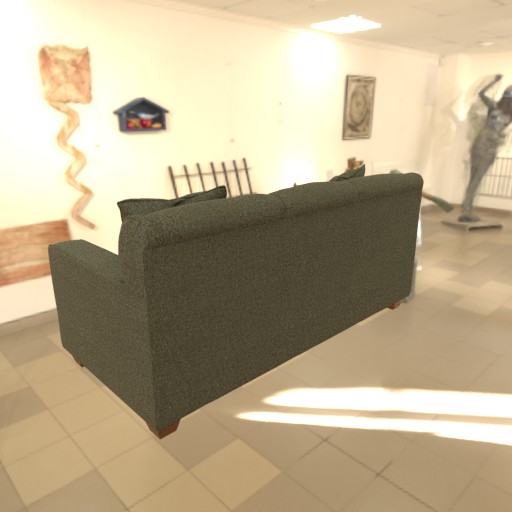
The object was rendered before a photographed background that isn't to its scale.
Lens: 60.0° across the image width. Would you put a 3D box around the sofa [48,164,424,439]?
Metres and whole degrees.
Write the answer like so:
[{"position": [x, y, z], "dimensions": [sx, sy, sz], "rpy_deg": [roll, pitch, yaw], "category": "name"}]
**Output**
[{"position": [0.000, 0.000, 2.578], "dimensions": [2.024, 0.958, 0.997], "rpy_deg": [-16, 23, -41], "category": "sofa"}]
